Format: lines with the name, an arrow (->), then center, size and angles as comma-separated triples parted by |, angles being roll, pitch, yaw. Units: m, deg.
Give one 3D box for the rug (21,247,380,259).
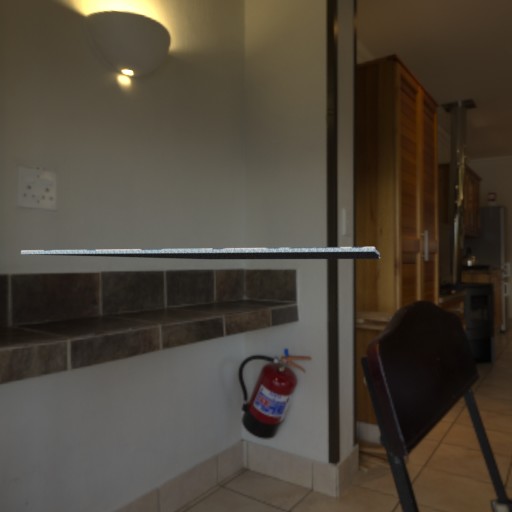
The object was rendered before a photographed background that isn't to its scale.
rug -> 0.000, 0.000, 2.284 | 1.235, 0.014, 1.829 | 0, -1, 16
